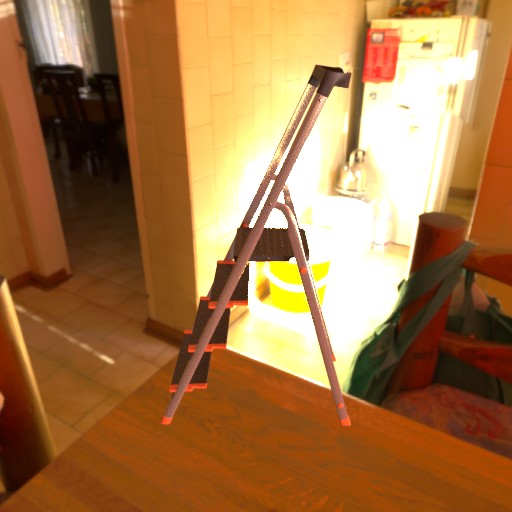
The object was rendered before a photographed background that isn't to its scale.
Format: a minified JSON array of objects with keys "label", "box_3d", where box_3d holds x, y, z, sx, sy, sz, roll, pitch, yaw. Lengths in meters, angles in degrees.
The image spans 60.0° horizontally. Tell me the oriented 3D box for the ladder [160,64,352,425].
[{"label":"ladder","box_3d":[0.000,0.000,1.819,0.834,1.429,0.452,0,27,1]}]
